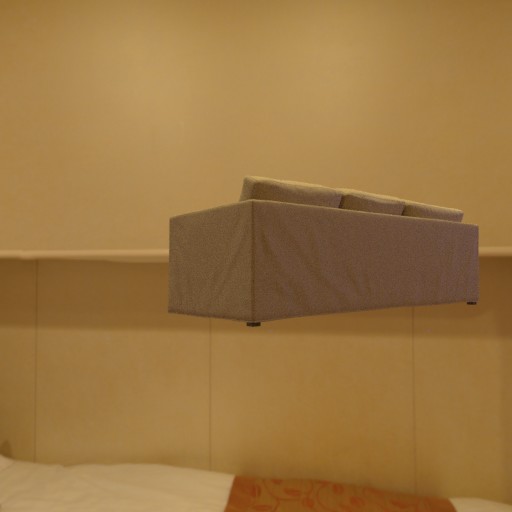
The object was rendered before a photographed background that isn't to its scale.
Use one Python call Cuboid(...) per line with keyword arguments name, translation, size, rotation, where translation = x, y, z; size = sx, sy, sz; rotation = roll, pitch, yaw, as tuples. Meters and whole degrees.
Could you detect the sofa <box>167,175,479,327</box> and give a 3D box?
Cuboid(name="sofa", translation=(0.000, 0.000, 4.334), size=(2.432, 0.871, 3.182), rotation=(1, -2, -37))
